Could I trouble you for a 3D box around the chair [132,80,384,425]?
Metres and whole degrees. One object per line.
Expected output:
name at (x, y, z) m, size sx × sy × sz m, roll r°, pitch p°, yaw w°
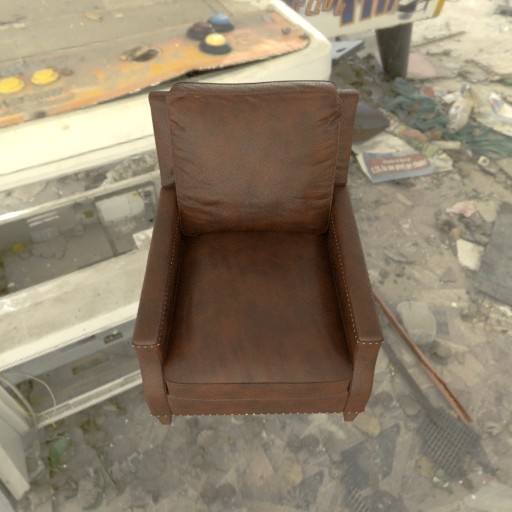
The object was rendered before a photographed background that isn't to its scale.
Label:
chair at (0.000, 0.000, 1.789) m, size 0.854 × 1.054 × 1.035 m, roll -1°, pitch 47°, yaw -1°
